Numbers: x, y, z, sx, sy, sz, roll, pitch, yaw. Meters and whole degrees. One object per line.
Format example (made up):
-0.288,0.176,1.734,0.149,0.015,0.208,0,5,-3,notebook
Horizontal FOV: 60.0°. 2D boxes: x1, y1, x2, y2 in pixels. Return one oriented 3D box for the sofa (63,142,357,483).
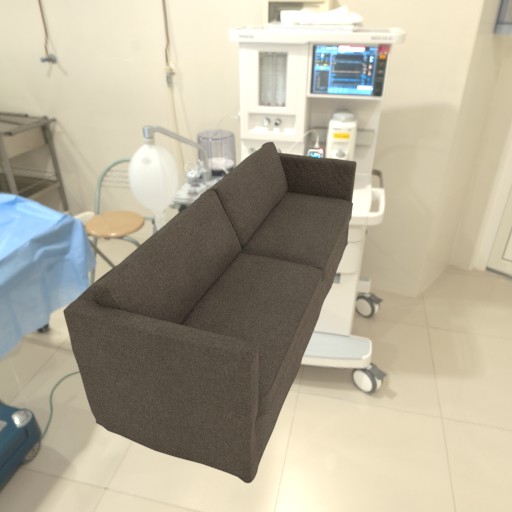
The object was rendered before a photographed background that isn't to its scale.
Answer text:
0.000,0.000,3.289,1.036,0.998,2.779,11,32,17,sofa
